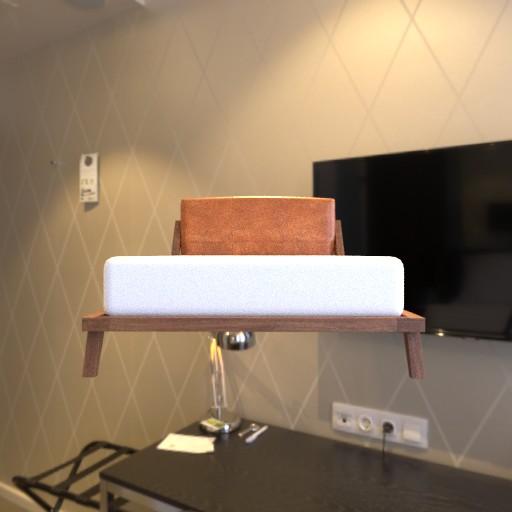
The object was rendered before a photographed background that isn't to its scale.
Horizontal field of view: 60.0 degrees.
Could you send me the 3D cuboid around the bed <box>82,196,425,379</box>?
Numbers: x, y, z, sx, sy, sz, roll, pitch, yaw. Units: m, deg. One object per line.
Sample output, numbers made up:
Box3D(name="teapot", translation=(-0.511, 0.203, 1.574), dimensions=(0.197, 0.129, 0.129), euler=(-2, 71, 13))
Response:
Box3D(name="bed", translation=(0.000, 0.000, 3.285), dimensions=(1.651, 1.168, 2.311), euler=(0, 0, 1))
